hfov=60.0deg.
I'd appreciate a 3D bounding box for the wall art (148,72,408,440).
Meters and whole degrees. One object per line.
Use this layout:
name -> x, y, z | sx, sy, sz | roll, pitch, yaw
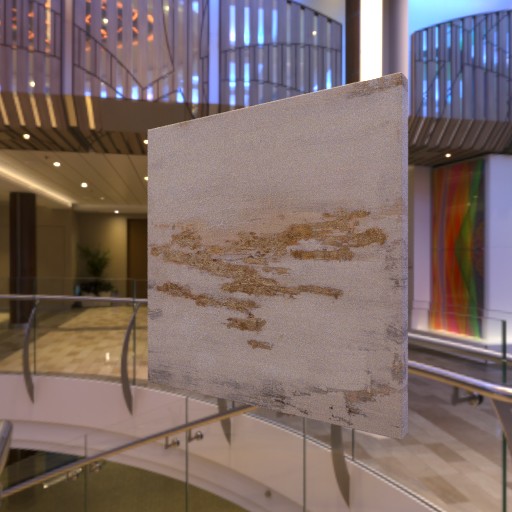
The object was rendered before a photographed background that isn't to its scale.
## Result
wall art -> 0.000, 0.000, 0.923 | 0.611, 0.613, 0.040 | 0, 0, 34
